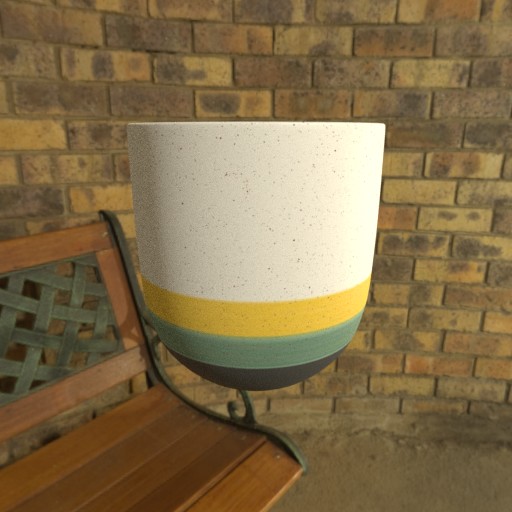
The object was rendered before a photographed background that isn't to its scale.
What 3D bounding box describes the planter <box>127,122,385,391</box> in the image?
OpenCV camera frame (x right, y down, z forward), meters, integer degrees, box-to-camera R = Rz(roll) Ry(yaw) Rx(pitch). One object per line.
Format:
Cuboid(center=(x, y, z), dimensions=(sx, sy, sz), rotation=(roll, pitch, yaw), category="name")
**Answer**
Cuboid(center=(0.000, 0.000, 0.375), dimensions=(0.195, 0.214, 0.195), rotation=(0, 16, 0), category="planter")
